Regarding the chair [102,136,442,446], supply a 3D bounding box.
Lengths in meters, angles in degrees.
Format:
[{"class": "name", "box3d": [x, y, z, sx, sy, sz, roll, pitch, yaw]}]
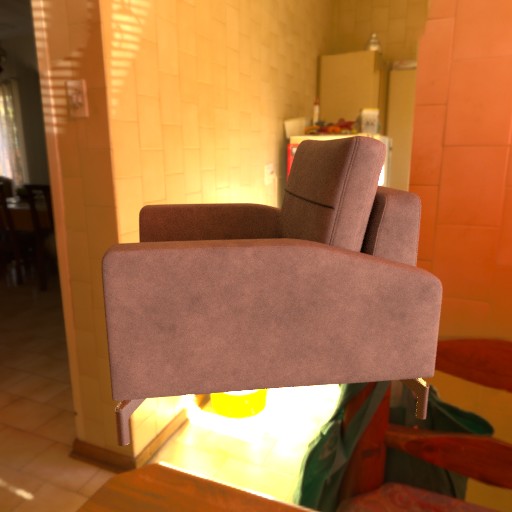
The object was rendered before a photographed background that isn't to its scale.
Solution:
[{"class": "chair", "box3d": [0.000, 0.000, 1.551, 0.900, 0.800, 0.900, -2, 14, -8]}]
